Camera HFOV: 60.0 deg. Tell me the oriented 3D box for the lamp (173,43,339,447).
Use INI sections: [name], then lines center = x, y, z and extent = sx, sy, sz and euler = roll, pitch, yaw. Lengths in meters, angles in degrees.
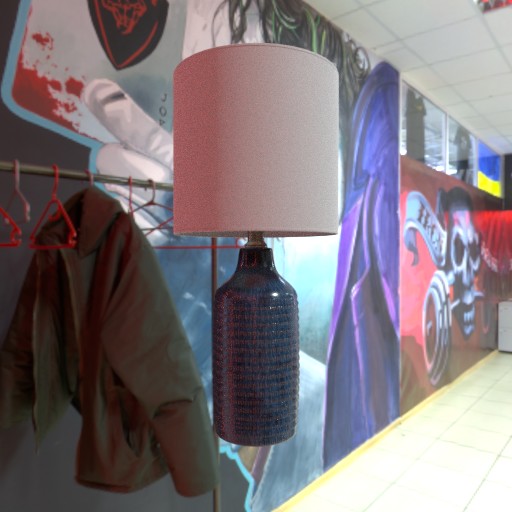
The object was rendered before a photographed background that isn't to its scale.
[lamp]
center = 0.000, 0.000, 0.603
extent = 0.220, 0.475, 0.220
euler = 0, 0, -17
